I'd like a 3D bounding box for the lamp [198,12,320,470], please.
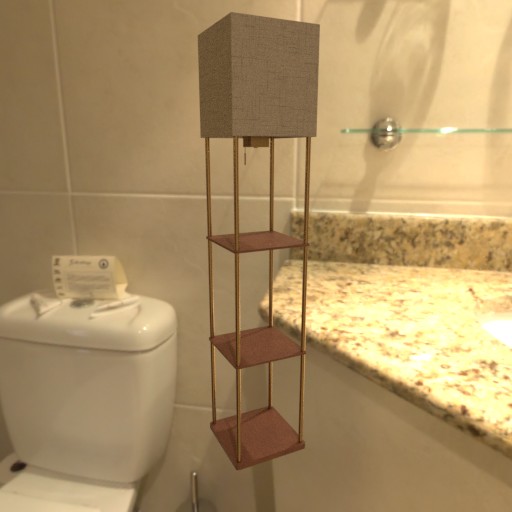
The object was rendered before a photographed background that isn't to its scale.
[{"bbox_3d":[0.000,0.000,1.681,0.310,1.569,0.308,-6,15,-25],"label":"lamp"}]
